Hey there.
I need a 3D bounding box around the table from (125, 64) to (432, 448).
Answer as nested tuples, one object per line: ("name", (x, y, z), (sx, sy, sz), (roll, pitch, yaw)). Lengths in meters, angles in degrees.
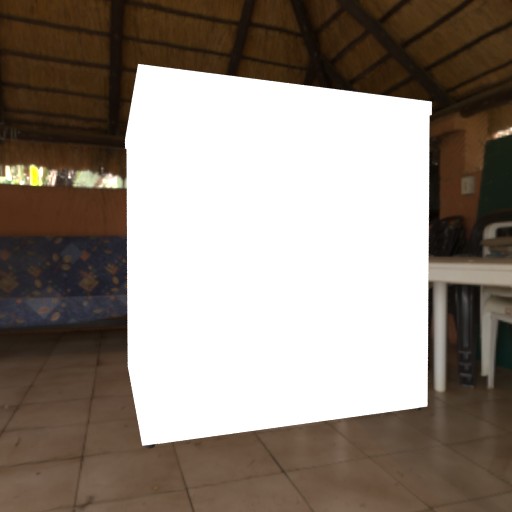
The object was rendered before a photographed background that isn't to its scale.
("table", (0.000, 0.000, 0.772), (0.420, 0.460, 0.380), (0, 1, -19))
